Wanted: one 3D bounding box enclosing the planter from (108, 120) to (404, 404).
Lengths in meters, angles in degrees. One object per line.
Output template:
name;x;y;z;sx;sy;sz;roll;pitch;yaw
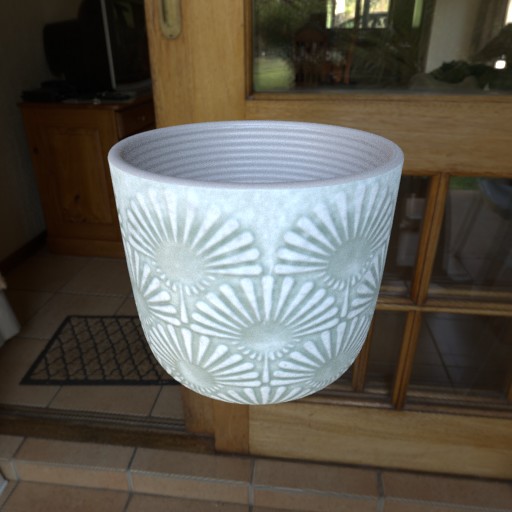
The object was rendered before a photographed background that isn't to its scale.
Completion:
planter;0.000;0.000;0.217;0.124;0.109;0.124;0;26;0
